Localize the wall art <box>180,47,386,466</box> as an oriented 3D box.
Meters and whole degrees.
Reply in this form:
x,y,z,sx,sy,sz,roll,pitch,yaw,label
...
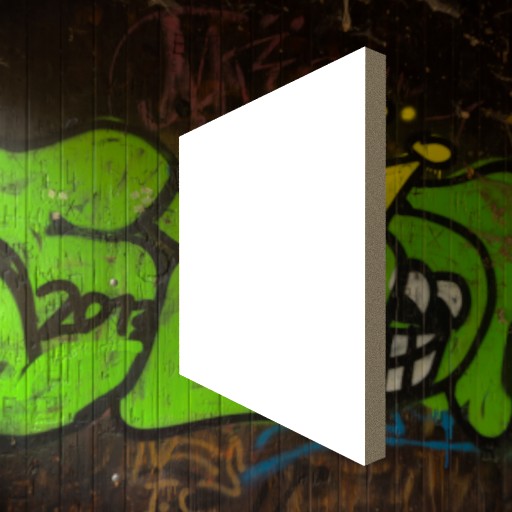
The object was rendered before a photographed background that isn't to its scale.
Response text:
x,y,z,sx,sy,sz,roll,pitch,yaw,label
0.000,0.000,0.528,0.027,0.355,0.355,0,0,-36,wall art
